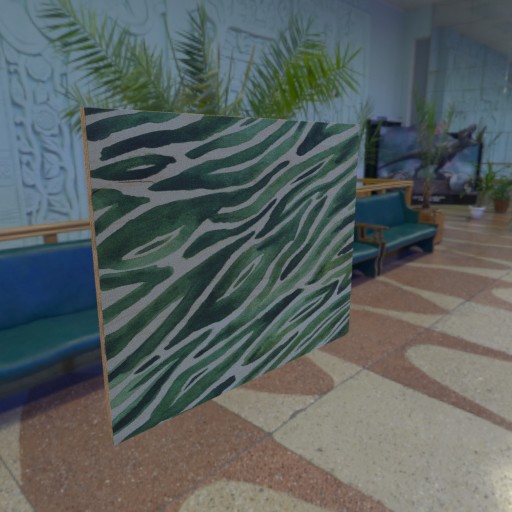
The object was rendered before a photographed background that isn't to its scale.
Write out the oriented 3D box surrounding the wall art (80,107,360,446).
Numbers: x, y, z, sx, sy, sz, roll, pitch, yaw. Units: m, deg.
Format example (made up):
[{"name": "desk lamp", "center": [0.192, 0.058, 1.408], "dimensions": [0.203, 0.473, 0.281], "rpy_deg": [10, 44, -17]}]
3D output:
[{"name": "wall art", "center": [0.000, 0.000, 0.686], "dimensions": [0.508, 0.408, 0.012], "rpy_deg": [-13, 19, -42]}]
